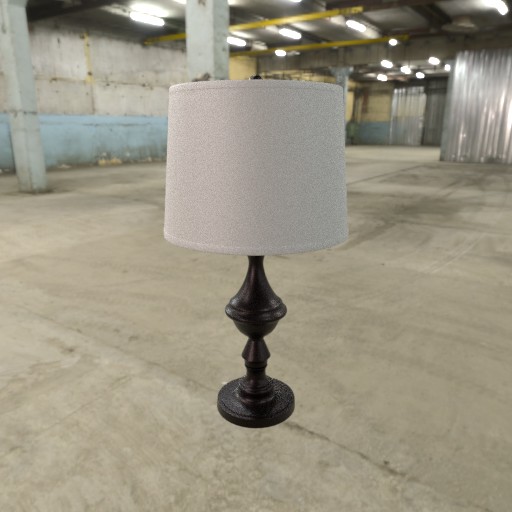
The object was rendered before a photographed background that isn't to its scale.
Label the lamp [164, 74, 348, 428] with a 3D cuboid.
[{"bbox_3d":[0.000,0.000,0.953,0.383,0.726,0.383,0,15,0],"label":"lamp"}]
